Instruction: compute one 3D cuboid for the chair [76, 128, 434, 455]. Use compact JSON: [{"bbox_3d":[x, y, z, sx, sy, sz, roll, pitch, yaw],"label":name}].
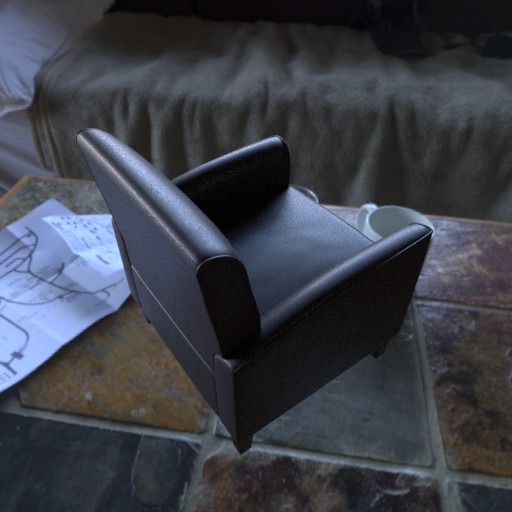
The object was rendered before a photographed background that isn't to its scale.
[{"bbox_3d":[0.000,0.000,1.570,0.819,0.916,0.820,-26,47,-26],"label":"chair"}]
